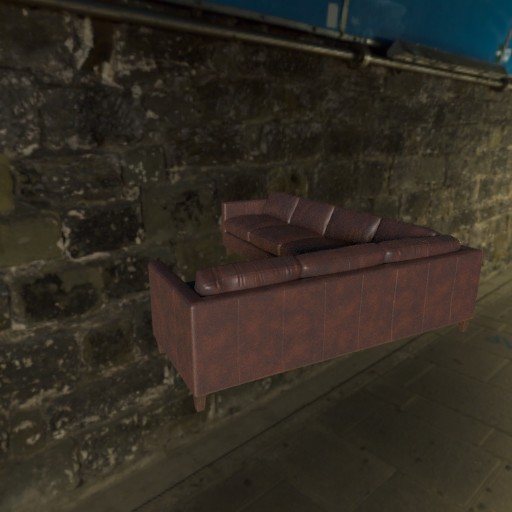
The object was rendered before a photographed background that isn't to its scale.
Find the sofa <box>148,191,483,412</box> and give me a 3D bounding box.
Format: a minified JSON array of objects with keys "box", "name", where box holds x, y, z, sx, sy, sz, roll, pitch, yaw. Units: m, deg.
[{"box":[0.000,0.000,4.359,2.438,0.836,3.152,-8,18,-26],"name":"sofa"}]
